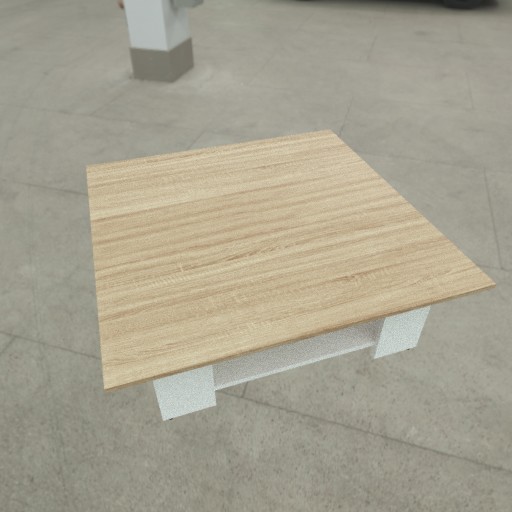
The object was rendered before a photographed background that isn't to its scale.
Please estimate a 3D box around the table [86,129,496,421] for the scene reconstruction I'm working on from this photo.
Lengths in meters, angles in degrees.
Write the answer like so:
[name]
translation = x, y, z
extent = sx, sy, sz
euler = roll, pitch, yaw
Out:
[table]
translation = 0.000, 0.000, 1.350
extent = 0.890, 0.305, 0.890
euler = -12, 42, -14
